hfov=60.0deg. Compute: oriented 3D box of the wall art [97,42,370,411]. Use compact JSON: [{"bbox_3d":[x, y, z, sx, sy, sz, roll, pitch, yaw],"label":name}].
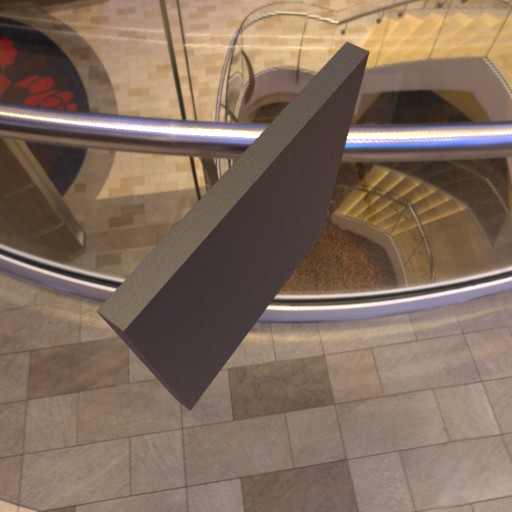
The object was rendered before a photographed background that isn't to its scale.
[{"bbox_3d":[0.000,0.000,0.764,0.038,0.507,0.507,32,67,16],"label":"wall art"}]
